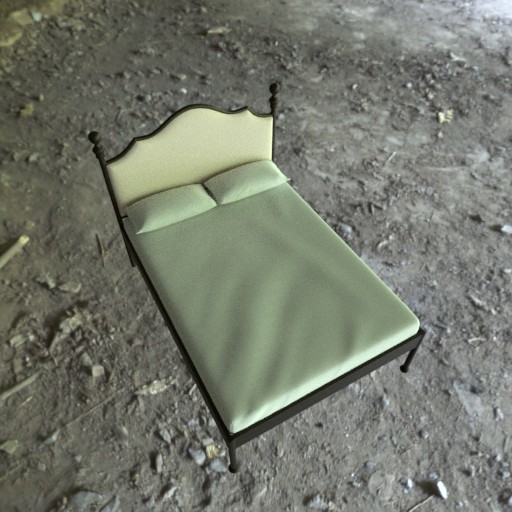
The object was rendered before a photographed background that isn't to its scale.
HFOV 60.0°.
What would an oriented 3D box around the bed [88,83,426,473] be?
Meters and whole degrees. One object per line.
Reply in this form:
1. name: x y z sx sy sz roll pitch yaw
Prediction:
1. bed: 0.000 0.000 3.420 1.642 1.499 2.224 -22 51 -19
